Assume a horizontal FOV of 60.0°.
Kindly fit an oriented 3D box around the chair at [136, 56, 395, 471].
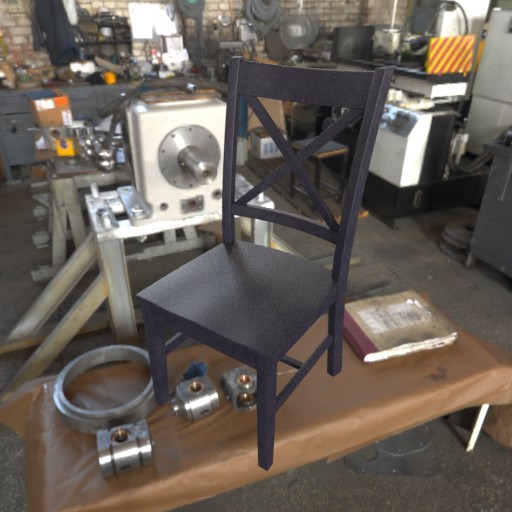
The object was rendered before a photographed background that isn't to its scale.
[{"bbox_3d":[0.000,0.000,1.269,0.485,0.983,0.542,19,35,29],"label":"chair"}]
